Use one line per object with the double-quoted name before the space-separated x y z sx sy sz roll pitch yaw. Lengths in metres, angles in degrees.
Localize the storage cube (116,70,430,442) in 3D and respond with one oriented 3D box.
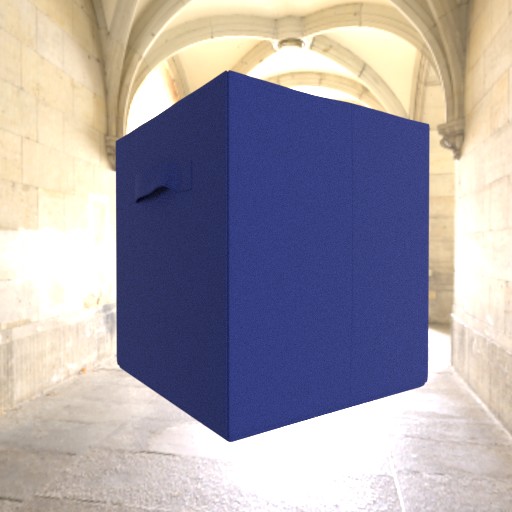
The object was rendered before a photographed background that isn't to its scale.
"storage cube" 0.000 0.000 0.503 0.270 0.280 0.270 -1 1 -35
